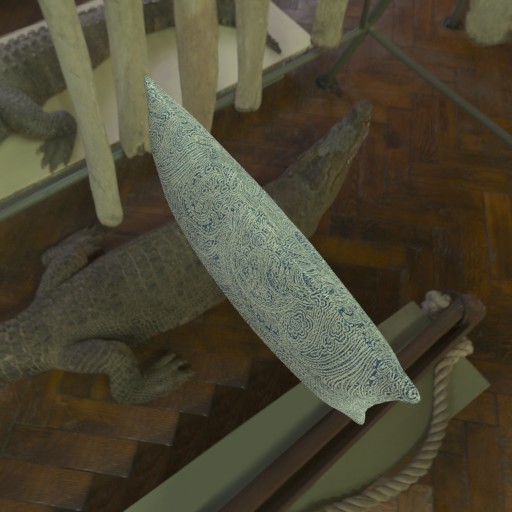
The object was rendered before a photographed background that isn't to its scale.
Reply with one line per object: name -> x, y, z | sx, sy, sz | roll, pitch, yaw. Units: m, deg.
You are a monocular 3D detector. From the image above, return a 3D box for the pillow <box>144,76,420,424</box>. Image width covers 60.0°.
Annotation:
pillow -> 0.000, 0.000, 0.727 | 0.151, 0.295, 0.615 | -33, 68, -15
